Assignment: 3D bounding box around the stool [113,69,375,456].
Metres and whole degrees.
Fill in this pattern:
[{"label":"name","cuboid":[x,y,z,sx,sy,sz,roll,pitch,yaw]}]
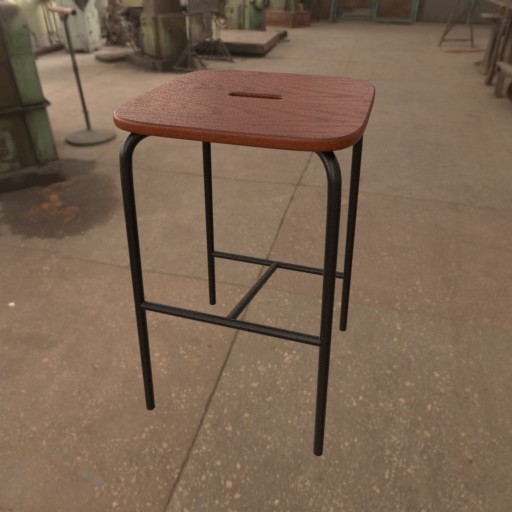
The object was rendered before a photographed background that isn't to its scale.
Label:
[{"label":"stool","cuboid":[0.000,0.000,0.870,0.376,0.610,0.376,10,35,14]}]
